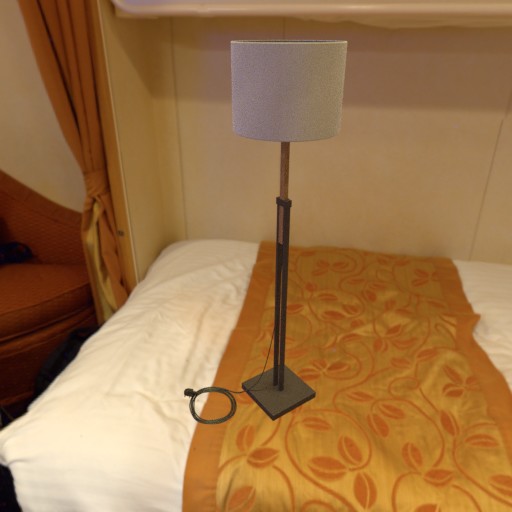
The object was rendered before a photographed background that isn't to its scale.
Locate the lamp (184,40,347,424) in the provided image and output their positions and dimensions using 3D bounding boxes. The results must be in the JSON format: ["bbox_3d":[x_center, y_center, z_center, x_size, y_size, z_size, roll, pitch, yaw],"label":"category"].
[{"bbox_3d":[0.000,0.000,1.894,0.639,1.650,0.474,-18,32,-31],"label":"lamp"}]
